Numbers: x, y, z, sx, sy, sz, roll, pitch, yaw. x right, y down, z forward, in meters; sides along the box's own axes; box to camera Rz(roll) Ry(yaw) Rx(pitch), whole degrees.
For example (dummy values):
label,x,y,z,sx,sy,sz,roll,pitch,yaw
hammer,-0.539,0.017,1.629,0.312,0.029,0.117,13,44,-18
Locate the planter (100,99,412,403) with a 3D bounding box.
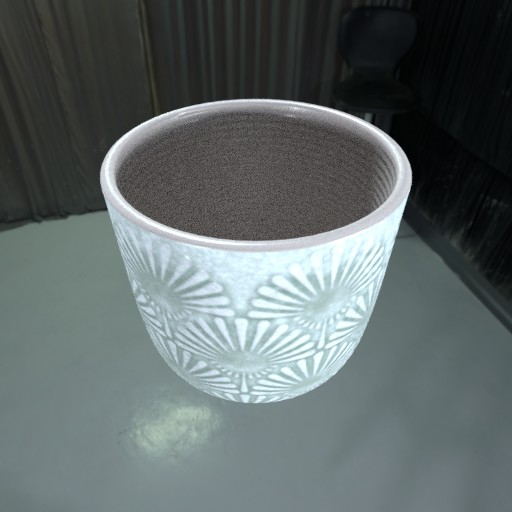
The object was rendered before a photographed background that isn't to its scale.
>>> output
label,x,y,z,sx,sy,sz,roll,pitch,yaw
planter,0.000,0.000,0.216,0.124,0.109,0.124,0,40,0
